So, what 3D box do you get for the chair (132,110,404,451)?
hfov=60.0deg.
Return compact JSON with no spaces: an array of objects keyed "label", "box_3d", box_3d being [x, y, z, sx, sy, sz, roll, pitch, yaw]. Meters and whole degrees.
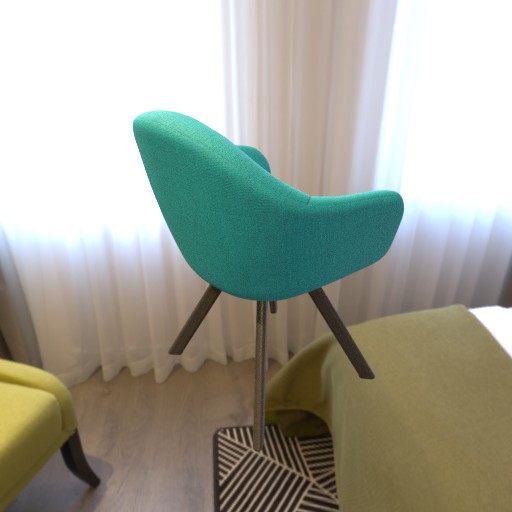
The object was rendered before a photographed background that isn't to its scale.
[{"label":"chair","box_3d":[0.000,0.000,1.201,0.550,0.795,0.590,-19,32,-32]}]
